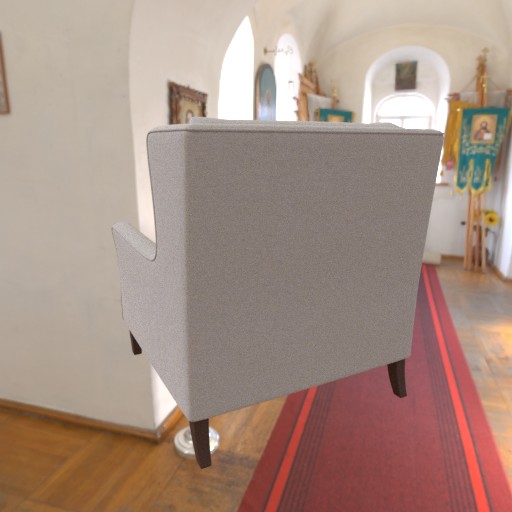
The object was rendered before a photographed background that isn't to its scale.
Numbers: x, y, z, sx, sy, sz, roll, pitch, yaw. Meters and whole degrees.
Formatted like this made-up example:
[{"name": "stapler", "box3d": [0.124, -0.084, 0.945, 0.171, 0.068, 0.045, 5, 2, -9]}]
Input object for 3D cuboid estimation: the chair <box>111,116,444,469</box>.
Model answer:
[{"name": "chair", "box3d": [0.000, 0.000, 1.840, 0.982, 1.056, 1.040, -7, 16, -27]}]
